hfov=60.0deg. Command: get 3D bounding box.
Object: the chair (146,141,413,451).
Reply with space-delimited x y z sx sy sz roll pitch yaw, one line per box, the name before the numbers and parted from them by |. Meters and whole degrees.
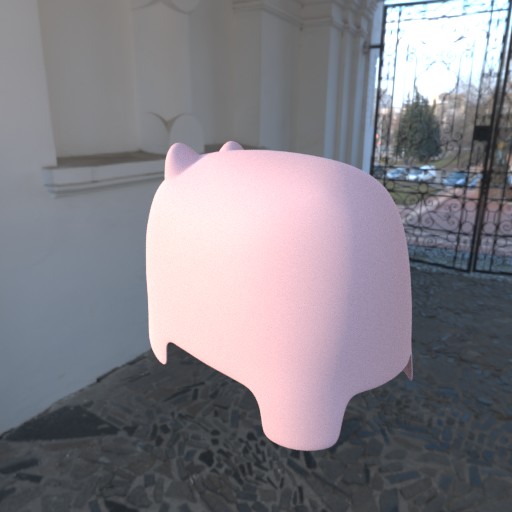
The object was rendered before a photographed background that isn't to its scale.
chair | 0.000 0.000 0.863 0.364 0.423 0.619 -16 23 -43
